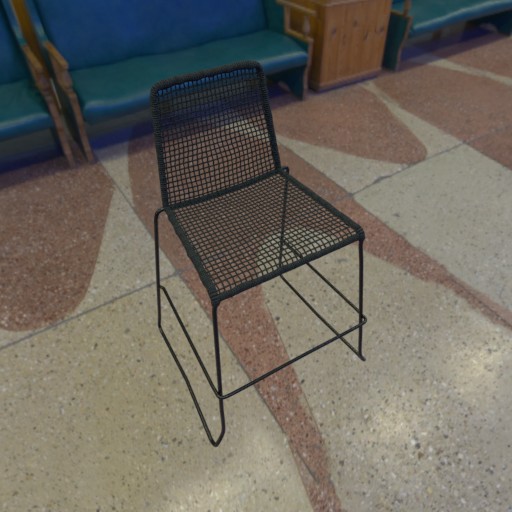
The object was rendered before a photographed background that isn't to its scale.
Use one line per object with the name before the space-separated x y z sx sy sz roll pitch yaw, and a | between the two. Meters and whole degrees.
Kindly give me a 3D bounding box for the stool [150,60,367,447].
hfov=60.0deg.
stool | 0.000 0.000 1.267 0.590 0.905 0.509 -23 49 -21
